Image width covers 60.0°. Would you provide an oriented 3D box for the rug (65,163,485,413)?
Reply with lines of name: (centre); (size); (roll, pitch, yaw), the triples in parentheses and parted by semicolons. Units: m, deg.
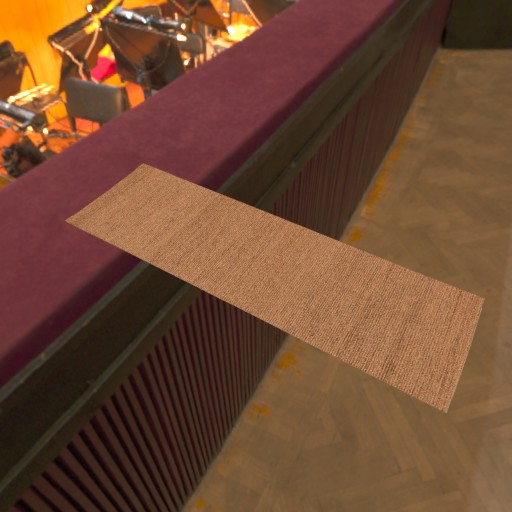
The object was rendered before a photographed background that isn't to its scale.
rug: (0.000, 0.000, 2.554); (2.390, 0.014, 0.741); (24, 50, 22)
